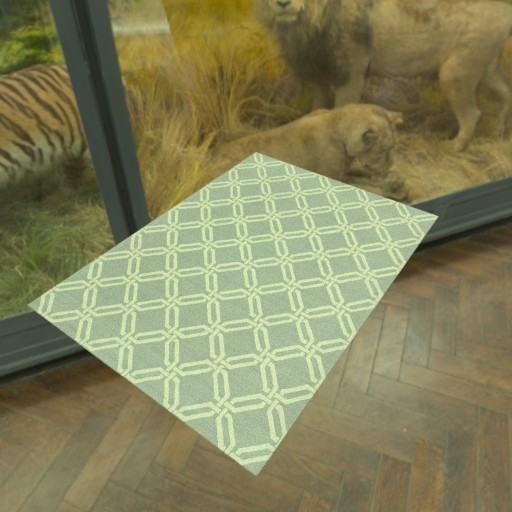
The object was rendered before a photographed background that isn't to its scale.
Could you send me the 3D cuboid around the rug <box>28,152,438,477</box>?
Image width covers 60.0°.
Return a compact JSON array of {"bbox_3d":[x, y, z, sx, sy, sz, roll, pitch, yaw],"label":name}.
[{"bbox_3d":[0.000,0.000,4.305,2.438,0.013,3.353,26,47,26],"label":"rug"}]
